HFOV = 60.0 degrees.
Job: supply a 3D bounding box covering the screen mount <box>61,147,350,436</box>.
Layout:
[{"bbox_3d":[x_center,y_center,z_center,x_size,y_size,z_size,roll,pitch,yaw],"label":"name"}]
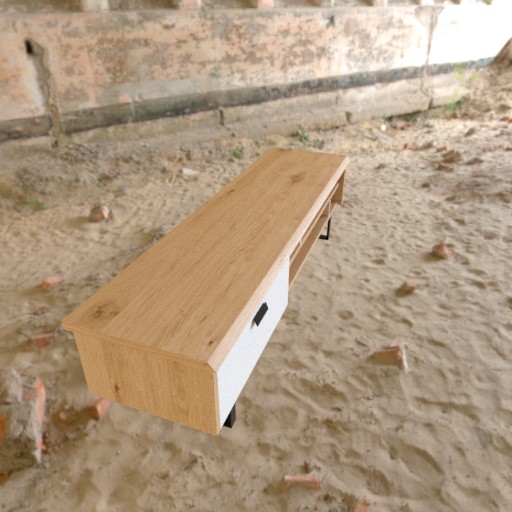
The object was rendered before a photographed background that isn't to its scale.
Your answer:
[{"bbox_3d":[0.000,0.000,1.893,0.450,0.430,1.700,11,32,18],"label":"screen mount"}]
